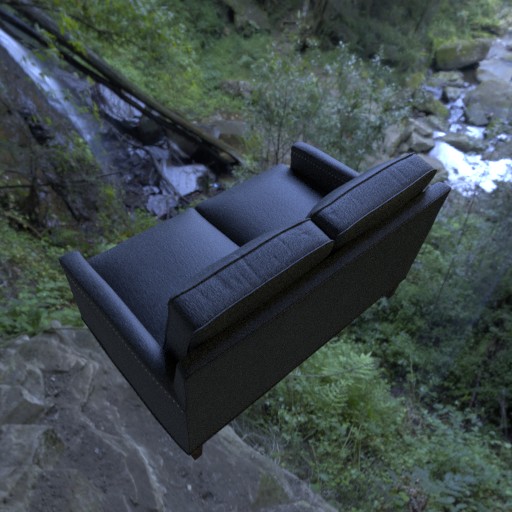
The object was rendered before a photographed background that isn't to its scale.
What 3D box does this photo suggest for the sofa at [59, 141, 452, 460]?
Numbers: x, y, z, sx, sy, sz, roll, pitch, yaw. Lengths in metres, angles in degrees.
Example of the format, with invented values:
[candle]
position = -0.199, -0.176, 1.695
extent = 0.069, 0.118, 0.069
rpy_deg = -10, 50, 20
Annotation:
[sofa]
position = 0.000, 0.000, 2.228
extent = 1.597, 1.003, 1.084
rpy_deg = -32, 53, -28
